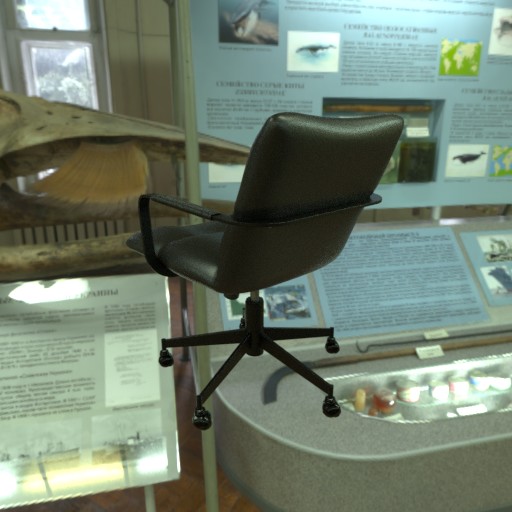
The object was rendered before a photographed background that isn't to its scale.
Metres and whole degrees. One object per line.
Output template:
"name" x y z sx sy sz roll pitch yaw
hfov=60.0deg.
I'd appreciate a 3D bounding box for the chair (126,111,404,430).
"chair" 0.000 0.000 1.511 0.719 0.922 0.748 -16 23 -42
